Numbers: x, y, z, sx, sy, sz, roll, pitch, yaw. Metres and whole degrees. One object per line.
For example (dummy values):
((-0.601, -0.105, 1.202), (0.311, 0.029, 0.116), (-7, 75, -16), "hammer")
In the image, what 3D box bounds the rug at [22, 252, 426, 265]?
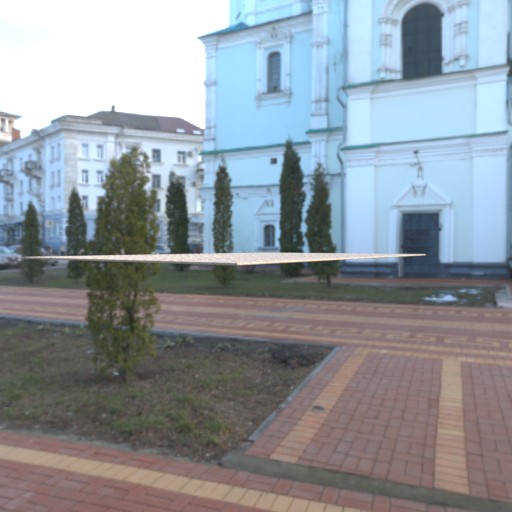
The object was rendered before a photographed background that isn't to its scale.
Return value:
((0.000, 0.000, 2.328), (1.220, 0.007, 1.828), (1, 1, 36), "rug")
